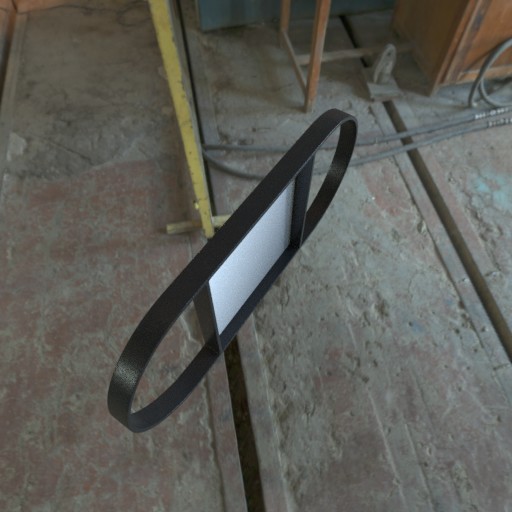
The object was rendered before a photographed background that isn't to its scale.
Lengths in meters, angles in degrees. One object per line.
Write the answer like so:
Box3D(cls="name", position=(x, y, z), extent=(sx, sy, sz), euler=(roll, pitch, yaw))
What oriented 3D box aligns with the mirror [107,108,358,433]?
Box3D(cls="mirror", position=(0.000, 0.000, 0.669), extent=(0.032, 0.254, 0.584), euler=(30, 63, 17))
